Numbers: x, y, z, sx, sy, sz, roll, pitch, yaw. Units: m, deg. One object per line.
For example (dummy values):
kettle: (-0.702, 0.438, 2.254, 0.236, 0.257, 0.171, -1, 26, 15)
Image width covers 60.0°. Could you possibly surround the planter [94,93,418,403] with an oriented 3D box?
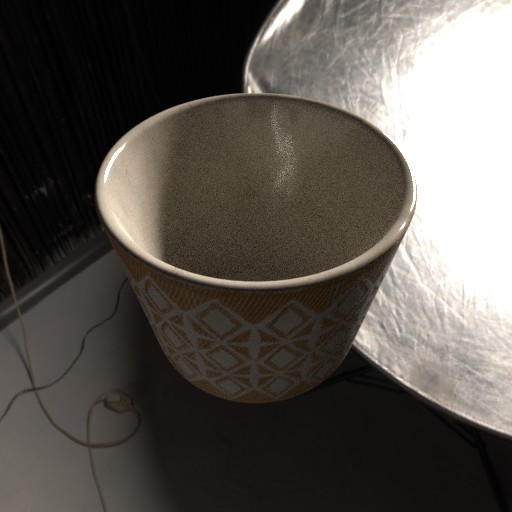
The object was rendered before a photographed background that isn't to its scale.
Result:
planter: (0.000, 0.000, 0.216, 0.126, 0.104, 0.126, 0, 47, 0)
